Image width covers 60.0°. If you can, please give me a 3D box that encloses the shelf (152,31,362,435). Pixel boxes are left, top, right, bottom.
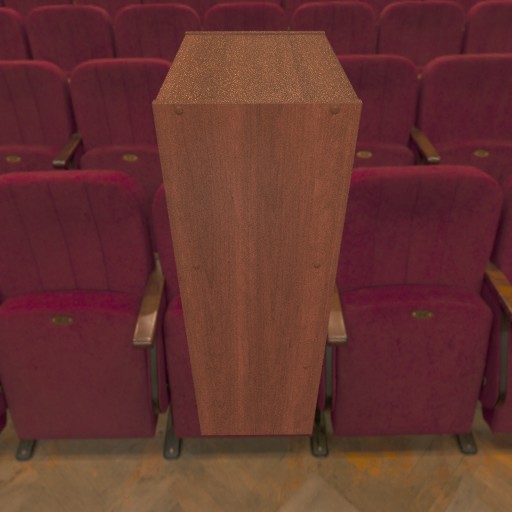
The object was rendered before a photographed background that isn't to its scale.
[{"bbox_3d":[0.000,0.000,1.046,0.290,0.879,0.414,0,39,0],"label":"shelf"}]
